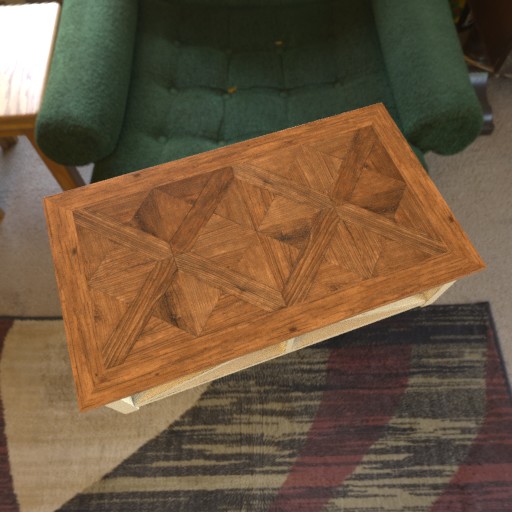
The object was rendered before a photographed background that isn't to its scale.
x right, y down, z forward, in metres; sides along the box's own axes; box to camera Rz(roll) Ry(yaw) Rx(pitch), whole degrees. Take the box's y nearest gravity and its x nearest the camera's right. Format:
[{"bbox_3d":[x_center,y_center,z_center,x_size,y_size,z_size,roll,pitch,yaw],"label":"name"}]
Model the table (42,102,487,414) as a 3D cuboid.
[{"bbox_3d":[0.000,0.000,1.766,1.400,0.410,0.800,-18,66,-8],"label":"table"}]
